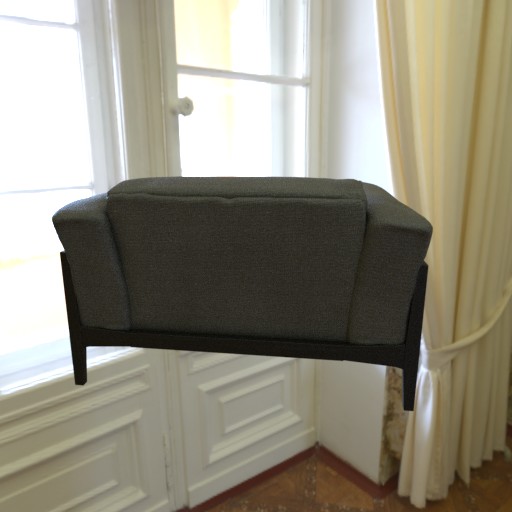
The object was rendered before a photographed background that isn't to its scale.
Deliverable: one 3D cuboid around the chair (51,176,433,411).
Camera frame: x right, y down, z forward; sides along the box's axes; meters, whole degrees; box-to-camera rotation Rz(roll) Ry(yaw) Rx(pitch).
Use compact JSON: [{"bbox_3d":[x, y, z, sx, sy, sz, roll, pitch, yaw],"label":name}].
[{"bbox_3d":[0.000,0.000,1.677,1.056,0.646,0.969,2,15,8],"label":"chair"}]
